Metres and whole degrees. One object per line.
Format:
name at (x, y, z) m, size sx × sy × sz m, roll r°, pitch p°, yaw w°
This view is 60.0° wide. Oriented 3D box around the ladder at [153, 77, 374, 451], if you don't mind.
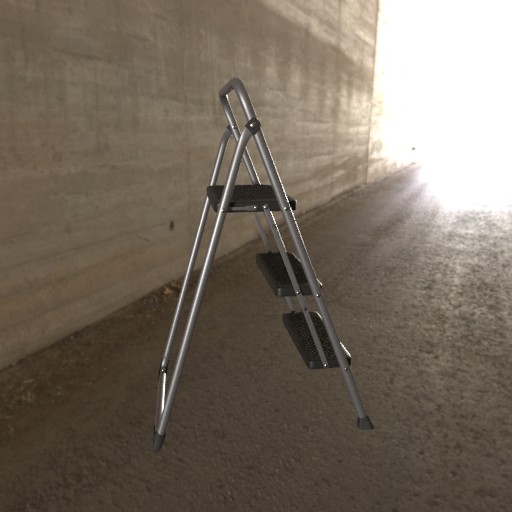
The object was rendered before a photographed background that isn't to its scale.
ladder at (0.000, 0.000, 1.301) m, size 0.629 × 0.945 × 0.430 m, roll -3°, pitch 16°, yaw -9°
